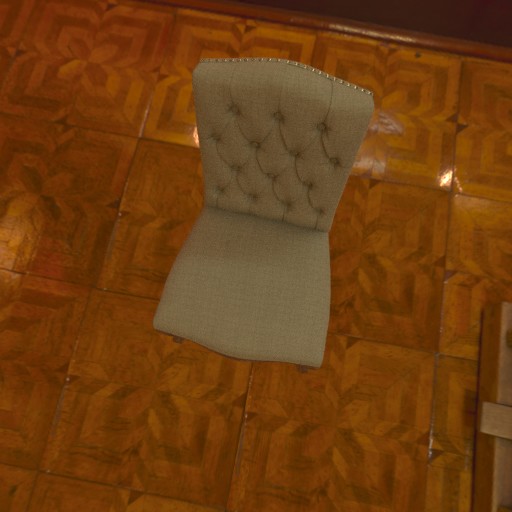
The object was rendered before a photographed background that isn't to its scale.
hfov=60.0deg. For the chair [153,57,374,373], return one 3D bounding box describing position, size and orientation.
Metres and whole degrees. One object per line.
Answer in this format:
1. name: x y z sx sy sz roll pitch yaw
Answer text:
1. chair: 0.000 0.000 1.592 0.637 1.191 0.731 13 75 3
